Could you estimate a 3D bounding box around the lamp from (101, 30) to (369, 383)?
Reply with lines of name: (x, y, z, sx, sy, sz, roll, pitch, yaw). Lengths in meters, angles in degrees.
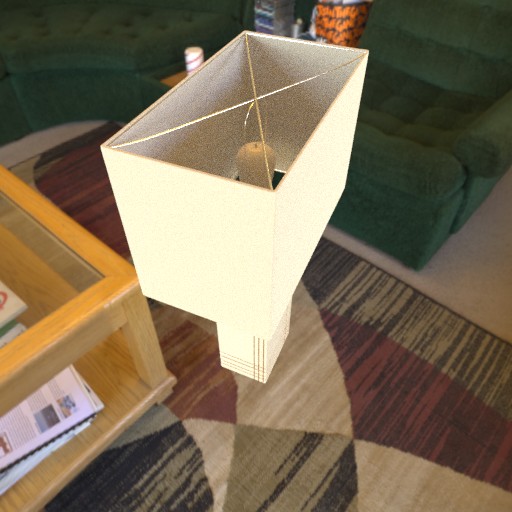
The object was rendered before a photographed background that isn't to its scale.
lamp: (0.000, 0.000, 0.699, 0.182, 0.543, 0.334, 17, 48, 16)
